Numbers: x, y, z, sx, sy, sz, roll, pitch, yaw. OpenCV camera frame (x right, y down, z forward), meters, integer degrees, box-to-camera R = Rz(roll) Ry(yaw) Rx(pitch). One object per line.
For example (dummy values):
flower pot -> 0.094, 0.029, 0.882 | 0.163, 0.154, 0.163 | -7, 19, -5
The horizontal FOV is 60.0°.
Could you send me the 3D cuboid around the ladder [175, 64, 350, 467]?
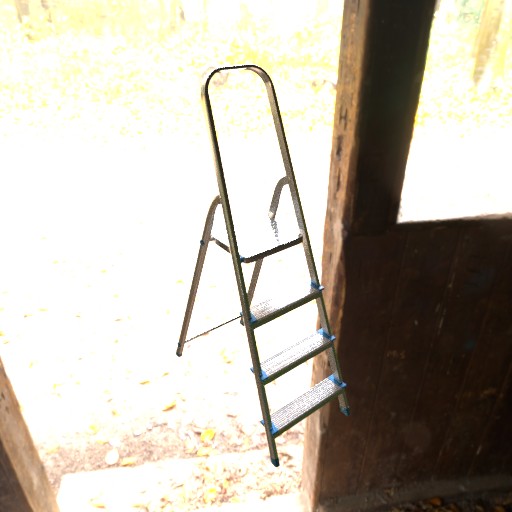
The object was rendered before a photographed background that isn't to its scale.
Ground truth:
ladder -> 0.000, 0.000, 1.830 | 0.445, 1.434, 0.842 | -21, 36, -32
